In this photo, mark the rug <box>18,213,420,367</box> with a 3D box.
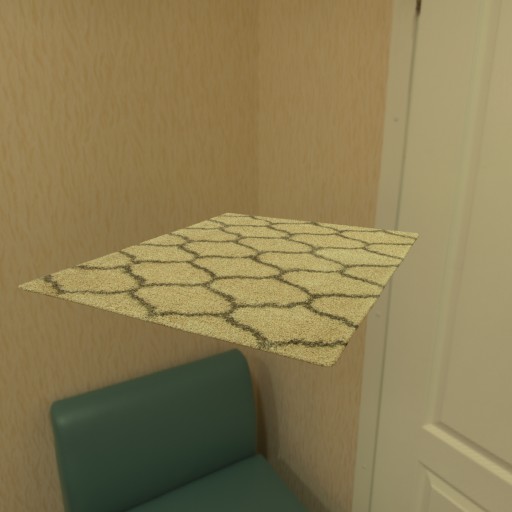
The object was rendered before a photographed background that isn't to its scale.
[{"bbox_3d":[0.000,0.000,3.984,2.399,0.026,3.000,9,19,26],"label":"rug"}]
